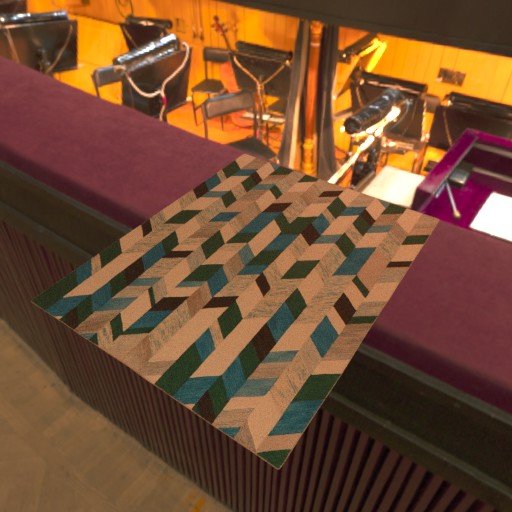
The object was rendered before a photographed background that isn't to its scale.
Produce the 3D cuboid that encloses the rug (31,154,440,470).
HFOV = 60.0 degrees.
[{"bbox_3d":[0.000,0.000,4.072,2.440,0.008,3.036,24,47,25],"label":"rug"}]
